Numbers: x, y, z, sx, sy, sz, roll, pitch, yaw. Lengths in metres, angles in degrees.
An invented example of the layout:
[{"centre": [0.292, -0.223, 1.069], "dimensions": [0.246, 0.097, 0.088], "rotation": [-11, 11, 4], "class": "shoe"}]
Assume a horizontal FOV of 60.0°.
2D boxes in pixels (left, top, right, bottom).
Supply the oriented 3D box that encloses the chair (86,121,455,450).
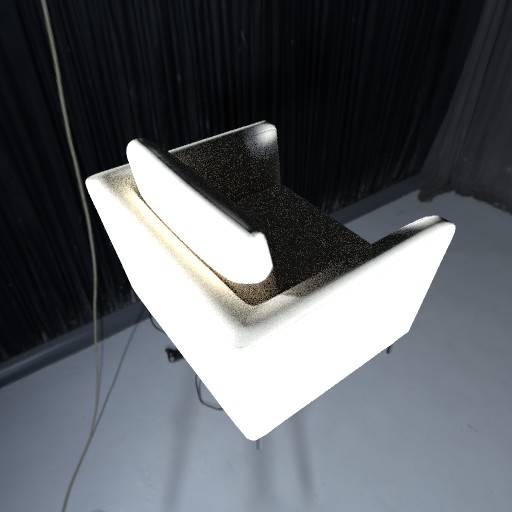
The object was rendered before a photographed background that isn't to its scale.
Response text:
[{"centre": [0.000, 0.000, 1.721], "dimensions": [0.889, 0.865, 1.041], "rotation": [-26, 47, -27], "class": "chair"}]
